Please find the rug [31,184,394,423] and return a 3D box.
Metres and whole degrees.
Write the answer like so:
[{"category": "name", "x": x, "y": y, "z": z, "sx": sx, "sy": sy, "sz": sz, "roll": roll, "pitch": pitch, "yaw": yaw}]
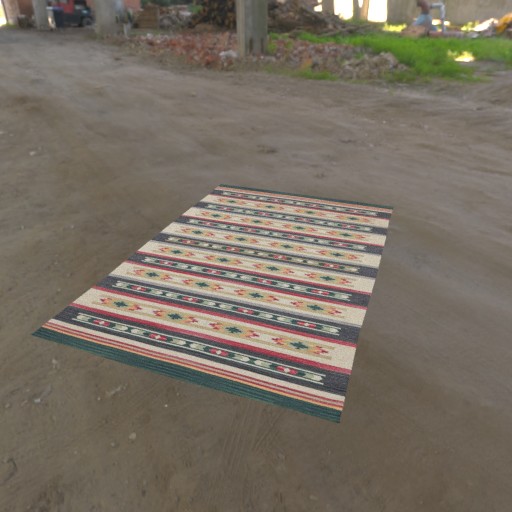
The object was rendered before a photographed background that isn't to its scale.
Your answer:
[{"category": "rug", "x": 0.000, "y": 0.000, "z": 2.297, "sx": 1.221, "sy": 0.009, "sz": 1.825, "roll": 10, "pitch": 31, "yaw": 18}]
